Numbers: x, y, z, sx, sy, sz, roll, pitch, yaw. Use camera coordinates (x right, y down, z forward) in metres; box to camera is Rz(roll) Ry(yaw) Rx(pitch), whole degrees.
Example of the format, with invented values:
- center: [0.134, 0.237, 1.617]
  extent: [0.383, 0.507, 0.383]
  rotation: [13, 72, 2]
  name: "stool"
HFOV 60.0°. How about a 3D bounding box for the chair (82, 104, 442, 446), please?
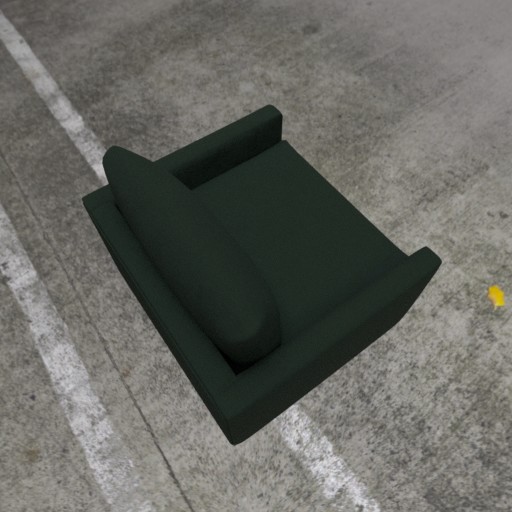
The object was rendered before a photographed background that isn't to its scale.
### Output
- center: [0.000, 0.000, 1.658]
  extent: [0.866, 0.861, 0.963]
  rotation: [-32, 64, -18]
  name: "chair"
